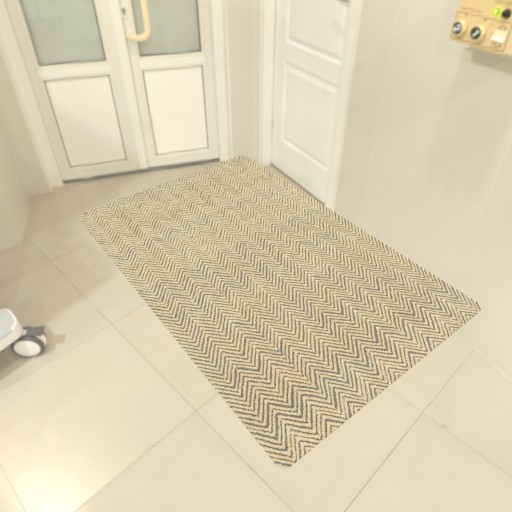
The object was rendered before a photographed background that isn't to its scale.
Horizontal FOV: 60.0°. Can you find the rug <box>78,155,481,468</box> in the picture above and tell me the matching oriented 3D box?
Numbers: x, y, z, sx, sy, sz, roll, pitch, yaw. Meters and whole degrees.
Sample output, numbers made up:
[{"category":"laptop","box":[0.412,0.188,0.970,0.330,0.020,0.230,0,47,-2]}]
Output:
[{"category":"rug","box":[0.000,0.000,2.176,1.144,0.008,1.752,-27,47,-28]}]
